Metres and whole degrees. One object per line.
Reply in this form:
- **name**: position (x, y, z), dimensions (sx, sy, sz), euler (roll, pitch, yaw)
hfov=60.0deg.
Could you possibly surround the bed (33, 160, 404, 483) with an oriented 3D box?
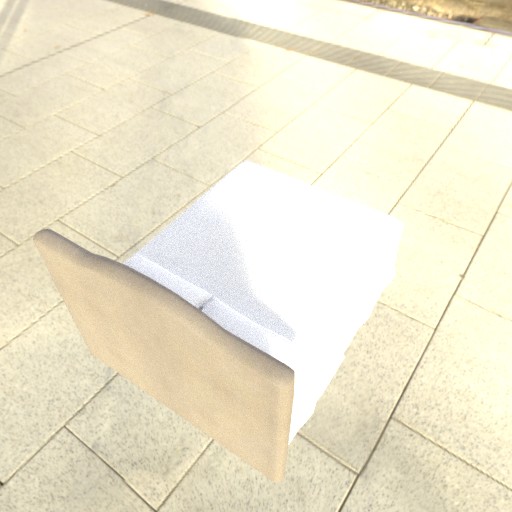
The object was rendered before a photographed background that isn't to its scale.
- **bed**: position (0.000, 0.000, 3.251), dimensions (1.744, 1.441, 2.128), euler (26, 52, 22)
